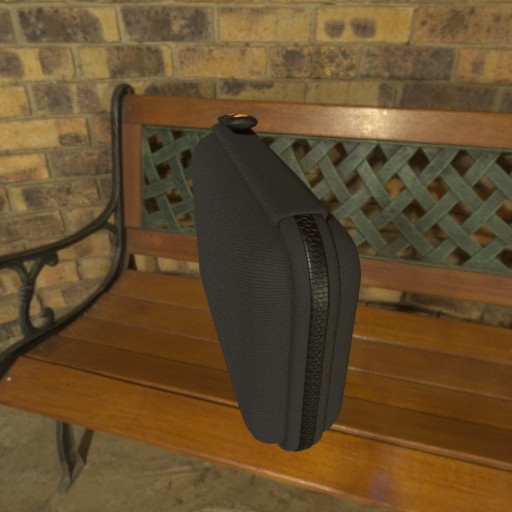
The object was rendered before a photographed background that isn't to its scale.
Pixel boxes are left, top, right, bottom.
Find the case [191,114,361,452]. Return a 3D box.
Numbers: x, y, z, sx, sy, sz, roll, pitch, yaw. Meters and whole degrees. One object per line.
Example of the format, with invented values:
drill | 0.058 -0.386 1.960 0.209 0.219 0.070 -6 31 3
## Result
case | 0.000 0.000 0.186 0.038 0.105 0.132 -8 33 -13
